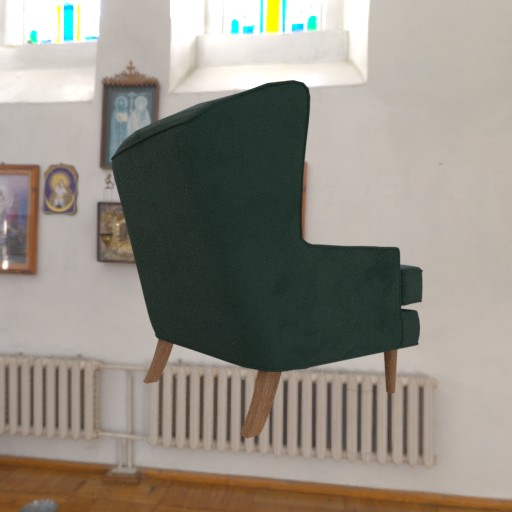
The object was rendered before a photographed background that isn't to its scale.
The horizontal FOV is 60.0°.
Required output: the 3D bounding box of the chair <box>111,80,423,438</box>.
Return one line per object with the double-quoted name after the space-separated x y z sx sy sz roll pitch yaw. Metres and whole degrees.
0.000 0.000 1.588 0.910 0.952 0.793 0 0 -37 "chair"
